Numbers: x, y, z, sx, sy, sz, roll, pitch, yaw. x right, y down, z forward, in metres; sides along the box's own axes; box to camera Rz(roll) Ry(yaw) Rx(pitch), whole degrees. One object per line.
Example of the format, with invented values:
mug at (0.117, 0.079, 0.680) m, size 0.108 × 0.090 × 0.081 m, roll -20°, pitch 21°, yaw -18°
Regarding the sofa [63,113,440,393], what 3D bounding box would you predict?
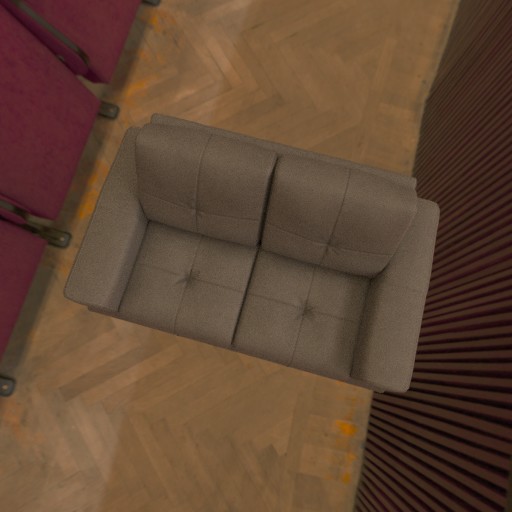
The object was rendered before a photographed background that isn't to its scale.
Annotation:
sofa at (0.000, 0.000, 2.367) m, size 1.806 × 0.907 × 1.018 m, roll 15°, pitch 77°, yaw 4°
